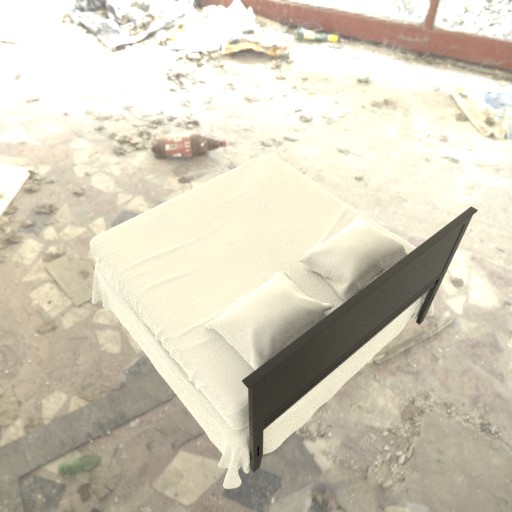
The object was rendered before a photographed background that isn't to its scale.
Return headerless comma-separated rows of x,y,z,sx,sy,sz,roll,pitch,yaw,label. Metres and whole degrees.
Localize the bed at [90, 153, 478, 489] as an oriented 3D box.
0.000,0.000,3.562,2.315,1.271,2.219,-31,54,-26,bed
